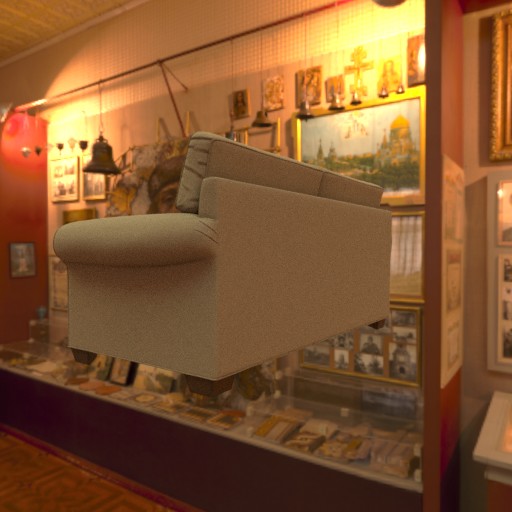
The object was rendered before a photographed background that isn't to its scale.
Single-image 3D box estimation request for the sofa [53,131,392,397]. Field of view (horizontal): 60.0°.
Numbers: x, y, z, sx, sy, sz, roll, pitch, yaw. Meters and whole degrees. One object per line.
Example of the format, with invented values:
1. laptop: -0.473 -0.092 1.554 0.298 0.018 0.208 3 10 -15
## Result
1. sofa: 0.000 0.000 2.464 0.940 0.952 1.930 1 1 36
